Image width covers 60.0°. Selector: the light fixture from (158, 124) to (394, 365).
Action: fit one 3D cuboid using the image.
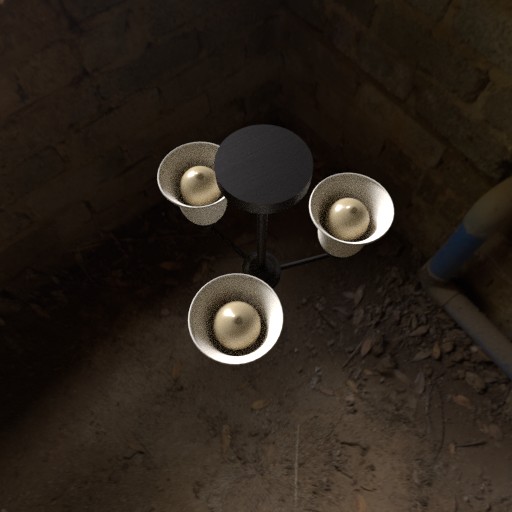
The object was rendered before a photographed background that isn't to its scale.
[{"bbox_3d":[0.000,0.000,0.688,0.388,0.370,0.354,13,65,6],"label":"light fixture"}]
